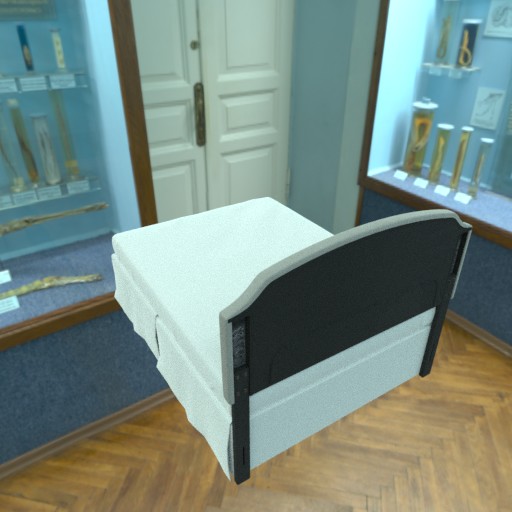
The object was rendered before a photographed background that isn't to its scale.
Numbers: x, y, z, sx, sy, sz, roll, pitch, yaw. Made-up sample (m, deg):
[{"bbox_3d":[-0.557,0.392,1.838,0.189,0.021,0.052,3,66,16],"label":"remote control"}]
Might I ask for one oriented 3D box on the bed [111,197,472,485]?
[{"bbox_3d":[0.000,0.000,2.993,1.558,1.270,1.999,-17,34,-27],"label":"bed"}]
